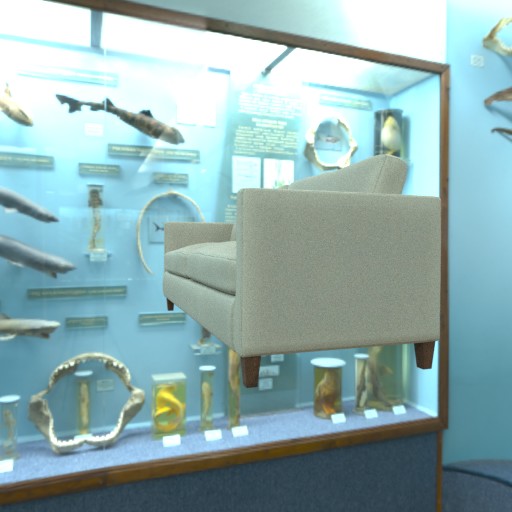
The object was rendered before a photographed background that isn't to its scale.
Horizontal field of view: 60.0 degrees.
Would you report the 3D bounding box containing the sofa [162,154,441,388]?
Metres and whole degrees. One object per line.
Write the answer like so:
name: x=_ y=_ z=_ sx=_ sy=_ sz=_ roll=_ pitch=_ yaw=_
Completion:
sofa: x=0.000 y=0.000 z=2.895 sx=0.951 sy=0.968 sz=2.361 roll=0 pitch=1 yaw=-19
